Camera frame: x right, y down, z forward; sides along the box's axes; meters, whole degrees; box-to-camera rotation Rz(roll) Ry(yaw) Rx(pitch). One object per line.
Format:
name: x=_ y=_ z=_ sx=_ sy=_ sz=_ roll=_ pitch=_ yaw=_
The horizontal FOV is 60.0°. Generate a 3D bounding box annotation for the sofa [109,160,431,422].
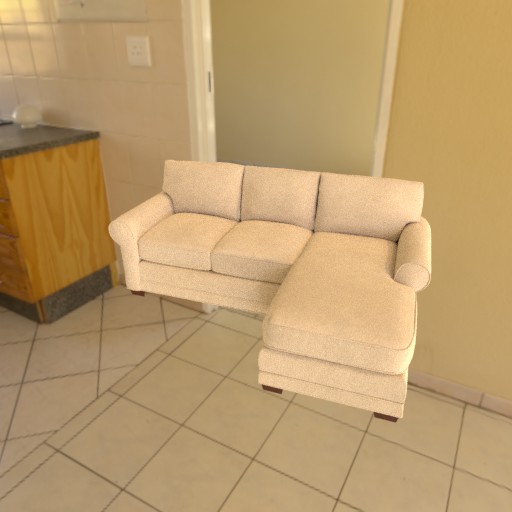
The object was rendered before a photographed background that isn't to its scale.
sofa: x=0.000 y=0.000 z=2.400 sx=1.770 sy=0.734 sz=1.226 roll=9 pitch=27 yaw=17
